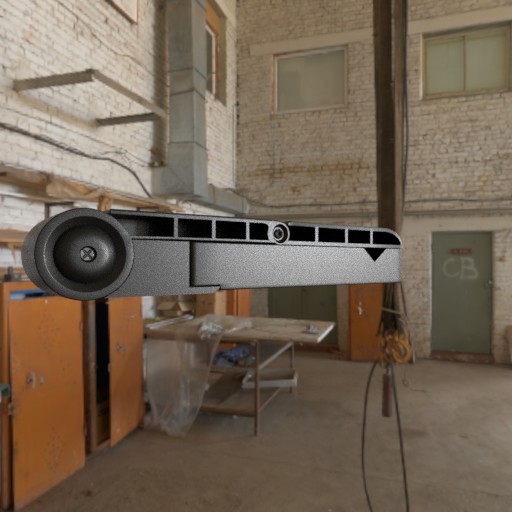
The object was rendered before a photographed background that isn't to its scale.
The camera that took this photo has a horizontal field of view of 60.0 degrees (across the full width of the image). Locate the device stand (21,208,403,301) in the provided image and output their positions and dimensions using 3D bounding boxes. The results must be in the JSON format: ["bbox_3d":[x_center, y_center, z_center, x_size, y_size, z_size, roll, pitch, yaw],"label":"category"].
[{"bbox_3d":[0.000,0.000,0.193,0.179,0.030,0.026,1,-1,-36],"label":"device stand"}]
